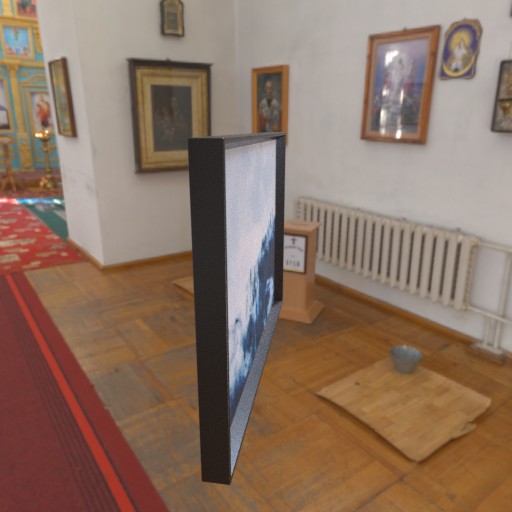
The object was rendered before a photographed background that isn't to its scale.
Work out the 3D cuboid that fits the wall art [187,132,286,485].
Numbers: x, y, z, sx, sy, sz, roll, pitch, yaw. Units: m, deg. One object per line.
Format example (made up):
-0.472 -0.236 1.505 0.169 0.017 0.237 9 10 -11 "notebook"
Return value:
0.000 0.000 1.205 0.058 0.640 0.939 3 16 9 "wall art"
